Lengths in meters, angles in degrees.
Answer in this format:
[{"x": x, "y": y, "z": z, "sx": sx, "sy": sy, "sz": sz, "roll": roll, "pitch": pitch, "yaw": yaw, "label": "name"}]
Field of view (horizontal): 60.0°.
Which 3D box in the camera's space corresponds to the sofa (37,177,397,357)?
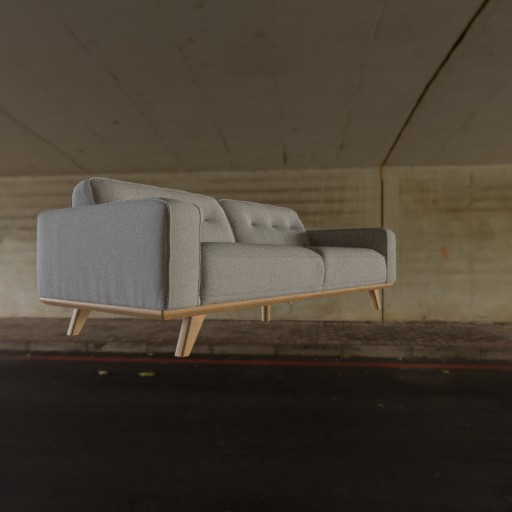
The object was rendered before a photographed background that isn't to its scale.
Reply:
[{"x": 0.000, "y": 0.000, "z": 2.701, "sx": 0.956, "sy": 0.781, "sz": 2.270, "roll": 0, "pitch": 0, "yaw": 37, "label": "sofa"}]
